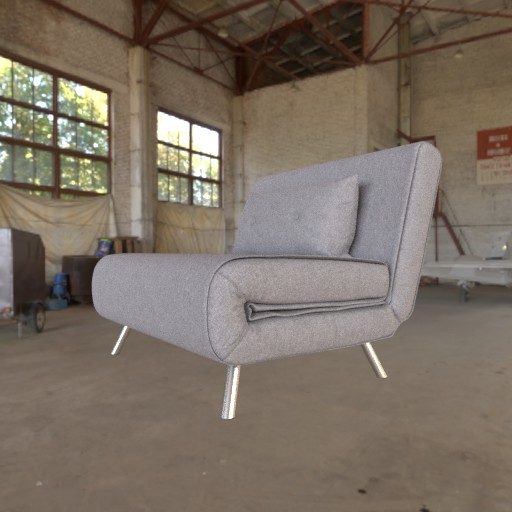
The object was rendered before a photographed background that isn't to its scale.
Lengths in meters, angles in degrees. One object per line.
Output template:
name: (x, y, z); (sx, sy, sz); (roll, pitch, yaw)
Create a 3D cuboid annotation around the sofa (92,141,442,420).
sofa: (0.000, 0.000, 1.749); (1.000, 0.825, 1.020); (0, 1, -36)
